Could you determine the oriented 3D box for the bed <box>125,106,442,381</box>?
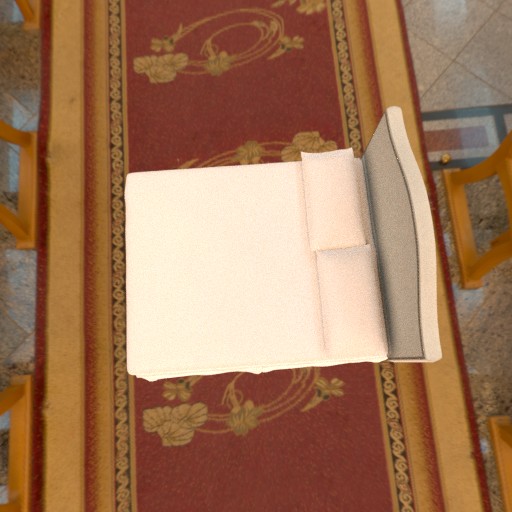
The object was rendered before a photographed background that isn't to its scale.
[{"bbox_3d":[0.000,0.000,3.457,2.180,1.607,1.813,-4,77,-1],"label":"bed"}]
